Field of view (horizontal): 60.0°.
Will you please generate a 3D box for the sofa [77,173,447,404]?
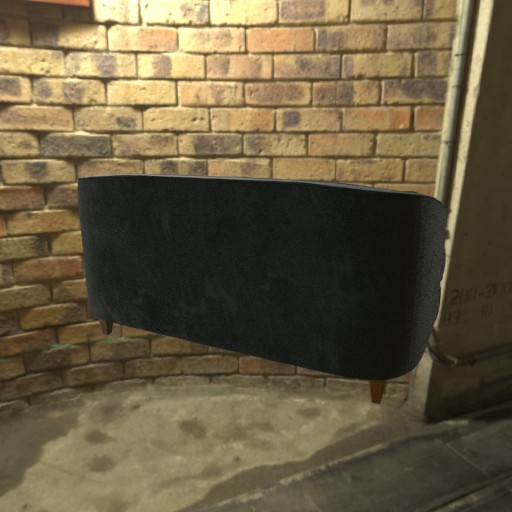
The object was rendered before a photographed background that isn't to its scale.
[{"bbox_3d":[0.000,0.000,2.250,1.733,0.854,0.941,7,16,26],"label":"sofa"}]
